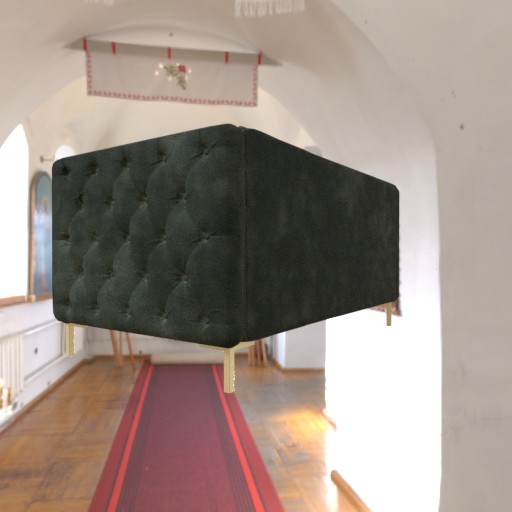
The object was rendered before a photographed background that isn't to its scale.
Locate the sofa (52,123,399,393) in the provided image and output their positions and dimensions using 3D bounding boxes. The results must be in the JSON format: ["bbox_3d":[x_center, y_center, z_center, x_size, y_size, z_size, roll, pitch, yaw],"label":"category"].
[{"bbox_3d":[0.000,0.000,2.066,0.895,0.768,1.537,0,1,35],"label":"sofa"}]
